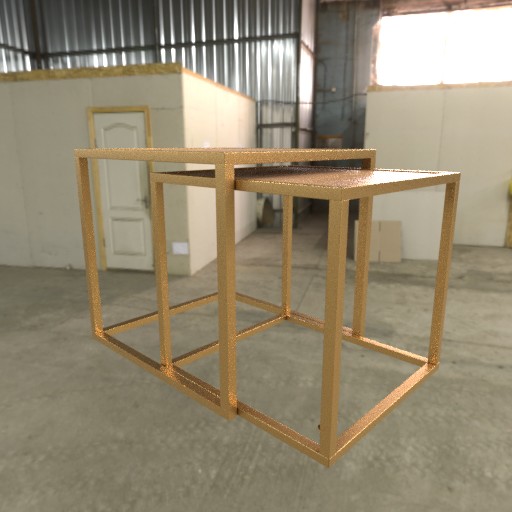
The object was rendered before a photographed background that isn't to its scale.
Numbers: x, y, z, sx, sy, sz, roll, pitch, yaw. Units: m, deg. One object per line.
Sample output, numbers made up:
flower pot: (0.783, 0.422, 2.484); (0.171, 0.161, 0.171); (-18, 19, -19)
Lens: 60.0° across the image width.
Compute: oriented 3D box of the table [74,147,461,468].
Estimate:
table: (0.000, 0.000, 1.078); (0.762, 0.505, 0.505); (13, 19, 42)
